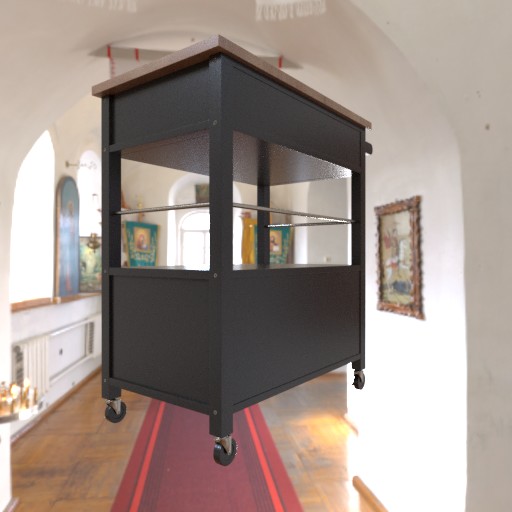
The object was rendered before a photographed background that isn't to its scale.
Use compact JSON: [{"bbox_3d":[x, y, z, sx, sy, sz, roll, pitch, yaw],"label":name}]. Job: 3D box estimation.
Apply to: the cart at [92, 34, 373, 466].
[{"bbox_3d":[0.000,0.000,1.370,0.459,0.901,0.840,0,0,38],"label":"cart"}]
